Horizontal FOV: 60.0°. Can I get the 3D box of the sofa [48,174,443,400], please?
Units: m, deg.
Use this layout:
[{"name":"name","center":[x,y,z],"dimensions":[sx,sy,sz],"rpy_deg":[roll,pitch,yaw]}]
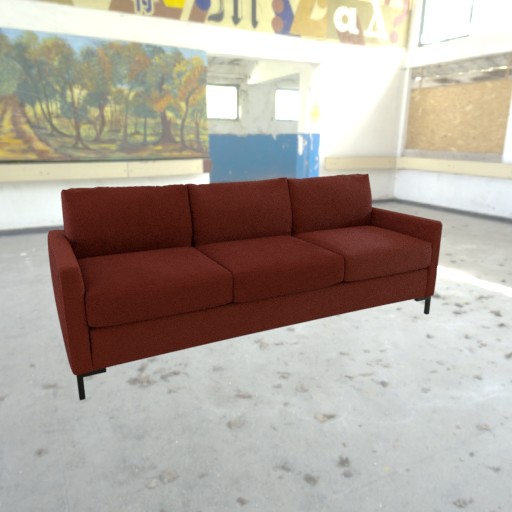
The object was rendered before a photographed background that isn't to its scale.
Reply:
[{"name":"sofa","center":[0.000,0.000,2.687],"dimensions":[2.252,0.879,0.875],"rpy_deg":[-8,17,-26]}]
